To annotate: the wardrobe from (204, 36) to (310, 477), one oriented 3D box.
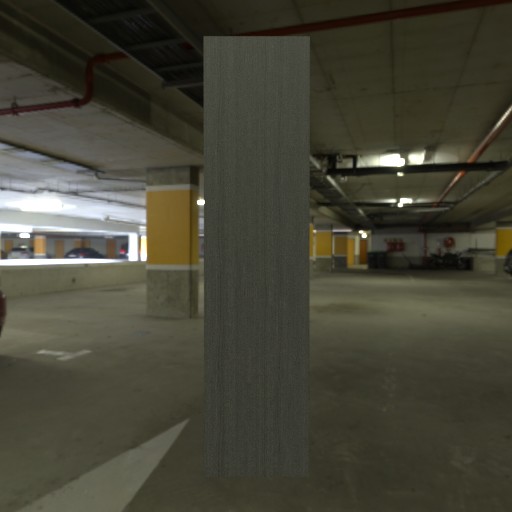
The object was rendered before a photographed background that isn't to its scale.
[{"bbox_3d":[0.000,0.000,2.897,0.480,2.000,1.770,0,0,0],"label":"wardrobe"}]
